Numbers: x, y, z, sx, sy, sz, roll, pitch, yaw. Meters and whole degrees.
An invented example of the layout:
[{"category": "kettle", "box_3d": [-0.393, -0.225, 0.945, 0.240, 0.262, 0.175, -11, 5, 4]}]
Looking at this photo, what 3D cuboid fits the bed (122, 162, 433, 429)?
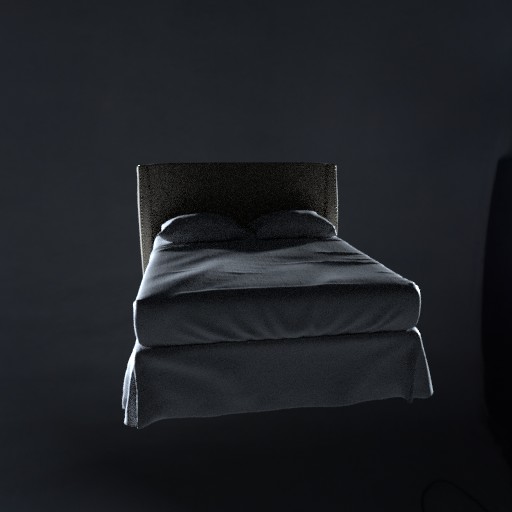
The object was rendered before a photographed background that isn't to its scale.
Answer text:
[{"category": "bed", "box_3d": [0.000, 0.000, 3.407, 1.925, 1.332, 2.276, -2, 14, -8]}]
